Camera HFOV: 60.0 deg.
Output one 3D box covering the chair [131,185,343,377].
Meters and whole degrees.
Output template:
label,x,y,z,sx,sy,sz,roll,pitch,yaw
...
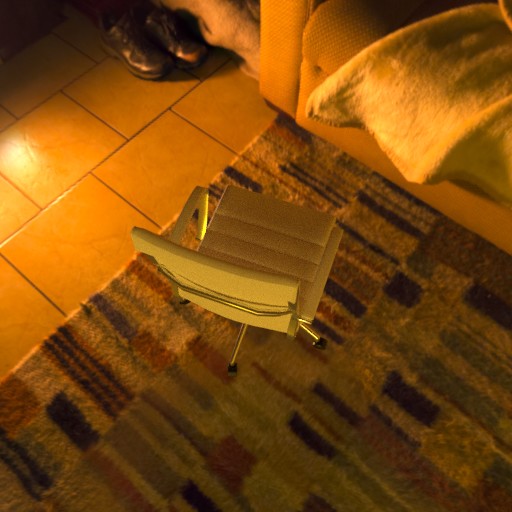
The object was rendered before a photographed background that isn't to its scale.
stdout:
label,x,y,z,sx,sy,sz,roll,pitch,yaw
chair,0.000,0.000,1.707,0.766,1.149,0.739,18,65,9
